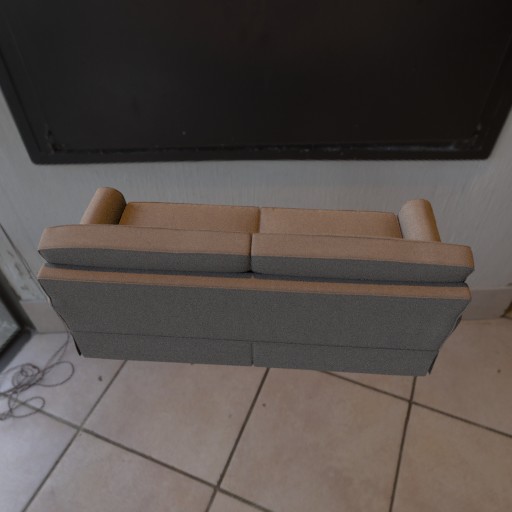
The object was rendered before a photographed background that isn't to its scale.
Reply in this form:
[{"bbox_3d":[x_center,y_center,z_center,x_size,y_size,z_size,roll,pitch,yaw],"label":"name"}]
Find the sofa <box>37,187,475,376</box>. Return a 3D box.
[{"bbox_3d":[0.000,0.000,2.684,2.248,0.943,0.991,3,47,2],"label":"sofa"}]
